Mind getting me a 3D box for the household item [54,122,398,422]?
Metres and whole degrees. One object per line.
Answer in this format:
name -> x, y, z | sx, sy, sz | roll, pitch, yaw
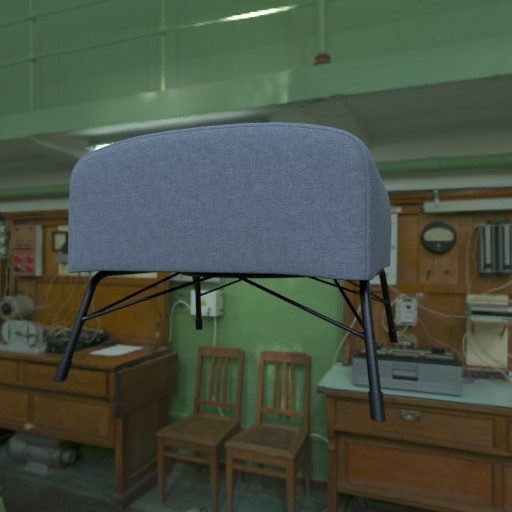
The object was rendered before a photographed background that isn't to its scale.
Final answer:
household item -> 0.000, 0.000, 0.890 | 0.530, 0.410, 0.530 | 0, 1, 19
